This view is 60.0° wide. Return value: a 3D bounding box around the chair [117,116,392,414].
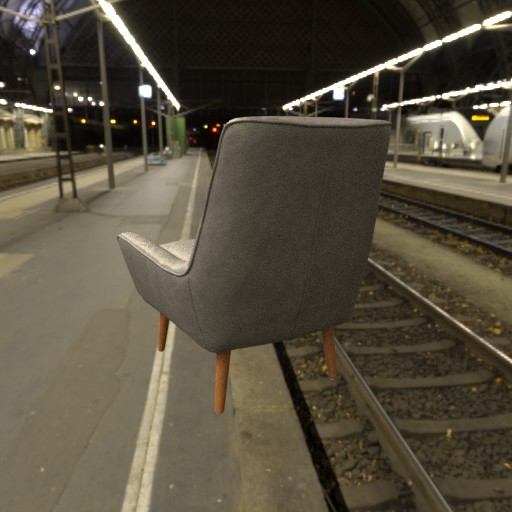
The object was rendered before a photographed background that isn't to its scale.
[{"bbox_3d":[0.000,0.000,1.533,0.787,0.888,0.822,-8,16,-27],"label":"chair"}]
